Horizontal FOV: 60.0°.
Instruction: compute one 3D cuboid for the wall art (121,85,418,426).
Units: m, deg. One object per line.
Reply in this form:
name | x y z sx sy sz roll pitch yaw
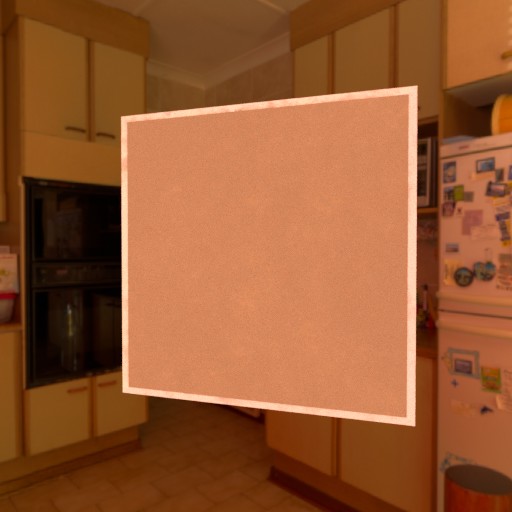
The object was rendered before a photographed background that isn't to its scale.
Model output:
wall art | 0.000 0.000 1.119 0.760 0.757 0.038 0 1 18
